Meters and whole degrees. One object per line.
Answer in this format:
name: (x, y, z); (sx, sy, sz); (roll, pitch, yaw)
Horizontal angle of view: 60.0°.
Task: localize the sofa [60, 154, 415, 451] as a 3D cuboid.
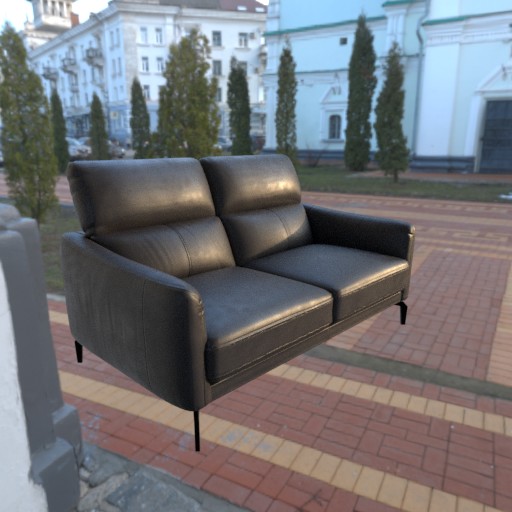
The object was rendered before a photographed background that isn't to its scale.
sofa: (0.000, 0.000, 2.156); (0.958, 0.920, 1.596); (14, 20, 43)
